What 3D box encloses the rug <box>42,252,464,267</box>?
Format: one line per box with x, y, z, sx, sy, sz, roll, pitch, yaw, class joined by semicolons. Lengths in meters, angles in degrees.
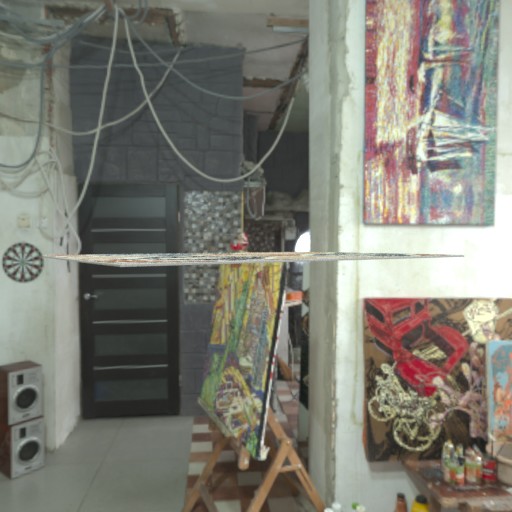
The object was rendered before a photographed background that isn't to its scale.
0.000;0.000;2.848;2.275;0.014;1.514;-1;2;-35;rug
